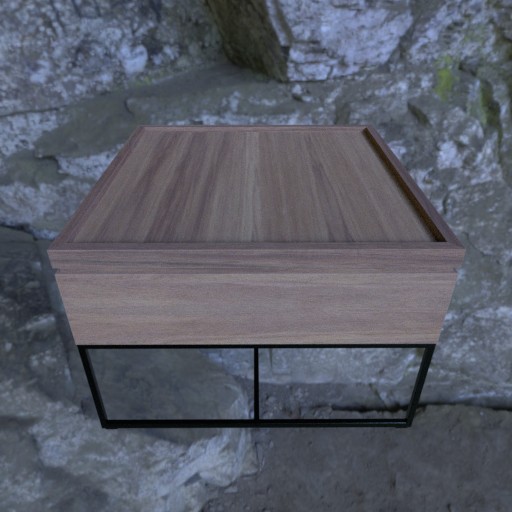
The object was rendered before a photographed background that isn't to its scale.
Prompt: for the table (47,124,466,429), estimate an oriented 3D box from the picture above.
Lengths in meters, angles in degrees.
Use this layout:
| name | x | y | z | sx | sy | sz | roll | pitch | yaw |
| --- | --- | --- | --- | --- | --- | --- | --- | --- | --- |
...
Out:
| name | x | y | z | sx | sy | sz | roll | pitch | yaw |
| --- | --- | --- | --- | --- | --- | --- | --- | --- | --- |
| table | 0.000 | 0.000 | 1.123 | 0.676 | 0.464 | 0.679 | 0 | 33 | 0 |
